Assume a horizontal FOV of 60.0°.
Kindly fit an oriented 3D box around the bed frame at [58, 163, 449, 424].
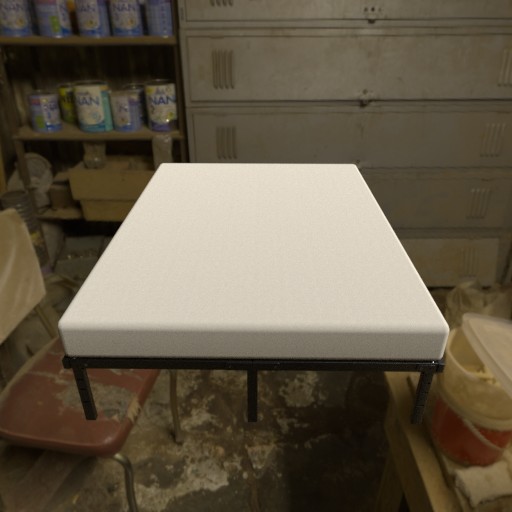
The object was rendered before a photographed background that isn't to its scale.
[{"bbox_3d":[0.000,0.000,3.478,1.990,0.680,2.635,0,29,1],"label":"bed frame"}]
